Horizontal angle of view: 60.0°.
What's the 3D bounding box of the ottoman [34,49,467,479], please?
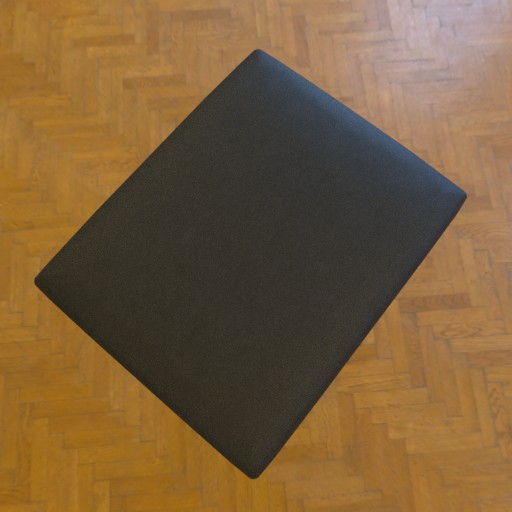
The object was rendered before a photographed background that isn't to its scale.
[{"bbox_3d":[0.000,0.000,1.739,0.967,0.696,1.187,38,79,9],"label":"ottoman"}]
